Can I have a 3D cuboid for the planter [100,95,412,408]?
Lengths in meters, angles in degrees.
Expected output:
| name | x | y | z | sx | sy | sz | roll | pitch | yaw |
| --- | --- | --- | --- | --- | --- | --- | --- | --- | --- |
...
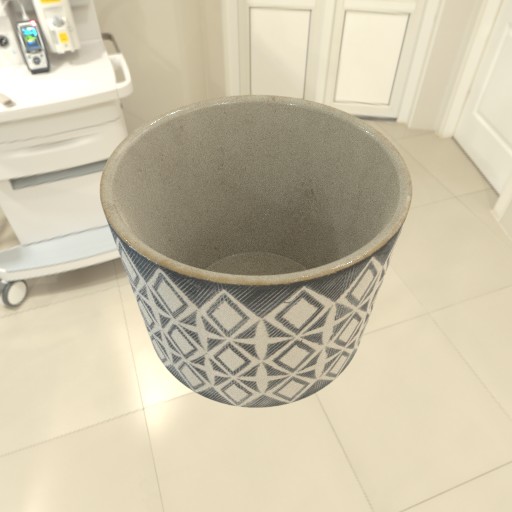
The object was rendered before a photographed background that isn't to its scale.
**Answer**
| name | x | y | z | sx | sy | sz | roll | pitch | yaw |
| --- | --- | --- | --- | --- | --- | --- | --- | --- | --- |
| planter | 0.000 | 0.000 | 0.340 | 0.192 | 0.165 | 0.192 | 0 | 47 | 0 |
